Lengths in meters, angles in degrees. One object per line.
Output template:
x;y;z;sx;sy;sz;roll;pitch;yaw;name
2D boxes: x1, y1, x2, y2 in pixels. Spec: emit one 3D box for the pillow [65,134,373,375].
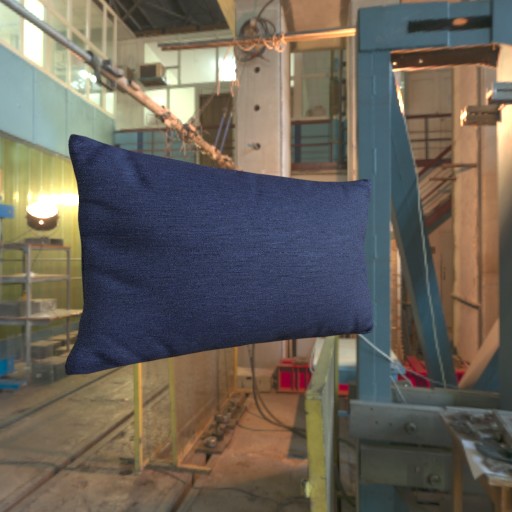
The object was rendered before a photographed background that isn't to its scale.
0.000;0.000;0.790;0.633;0.338;0.210;0;-1;-35;pillow
